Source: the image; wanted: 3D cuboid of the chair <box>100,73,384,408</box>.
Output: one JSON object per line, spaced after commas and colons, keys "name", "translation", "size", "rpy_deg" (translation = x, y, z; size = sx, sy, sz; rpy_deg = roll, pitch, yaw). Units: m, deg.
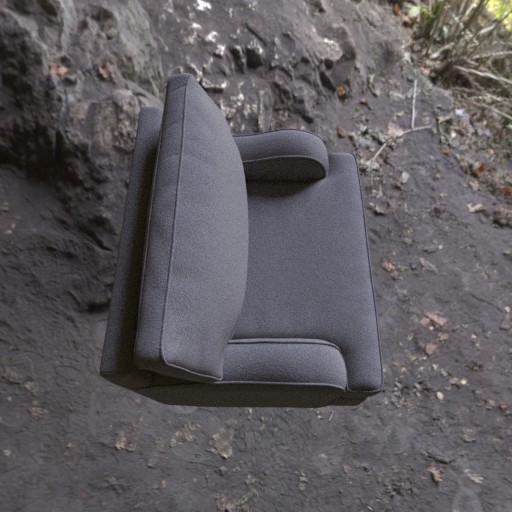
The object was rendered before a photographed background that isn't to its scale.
{"name": "chair", "translation": [0.000, 0.000, 1.988], "size": [1.040, 1.016, 1.220], "rpy_deg": [0, 64, 0]}
